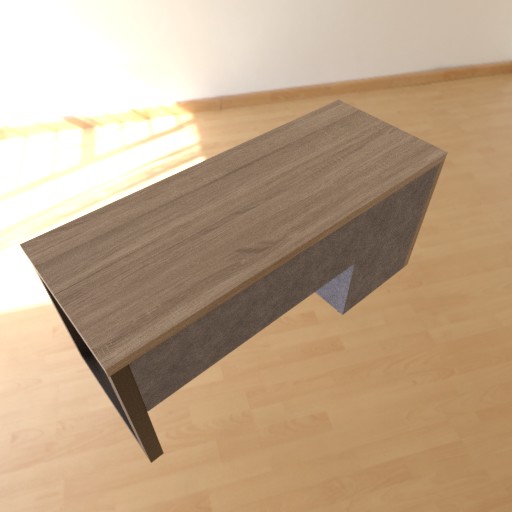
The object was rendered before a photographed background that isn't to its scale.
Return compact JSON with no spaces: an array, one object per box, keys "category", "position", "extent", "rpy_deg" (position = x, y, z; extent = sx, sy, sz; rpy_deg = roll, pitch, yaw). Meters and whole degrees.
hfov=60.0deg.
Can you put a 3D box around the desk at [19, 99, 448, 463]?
[{"category":"desk","position":[0.000,0.000,2.086],"extent":[1.700,0.760,0.690],"rpy_deg":[-31,54,-27]}]
